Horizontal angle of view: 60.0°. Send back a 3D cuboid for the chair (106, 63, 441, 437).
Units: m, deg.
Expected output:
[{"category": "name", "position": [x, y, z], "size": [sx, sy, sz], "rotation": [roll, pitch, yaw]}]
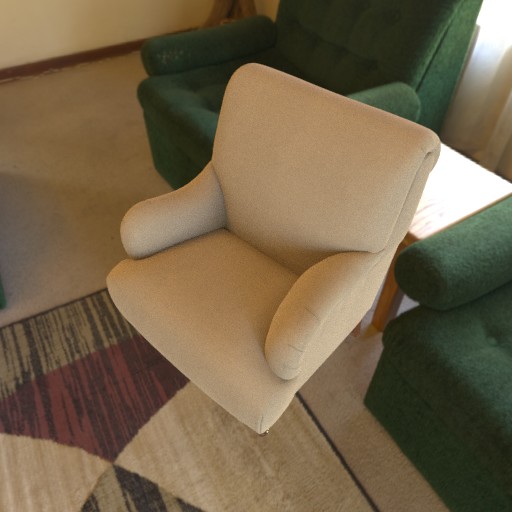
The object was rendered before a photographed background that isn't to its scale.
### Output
[{"category": "chair", "position": [0.000, 0.000, 1.529], "size": [0.766, 0.942, 0.842], "rotation": [33, 55, 27]}]
